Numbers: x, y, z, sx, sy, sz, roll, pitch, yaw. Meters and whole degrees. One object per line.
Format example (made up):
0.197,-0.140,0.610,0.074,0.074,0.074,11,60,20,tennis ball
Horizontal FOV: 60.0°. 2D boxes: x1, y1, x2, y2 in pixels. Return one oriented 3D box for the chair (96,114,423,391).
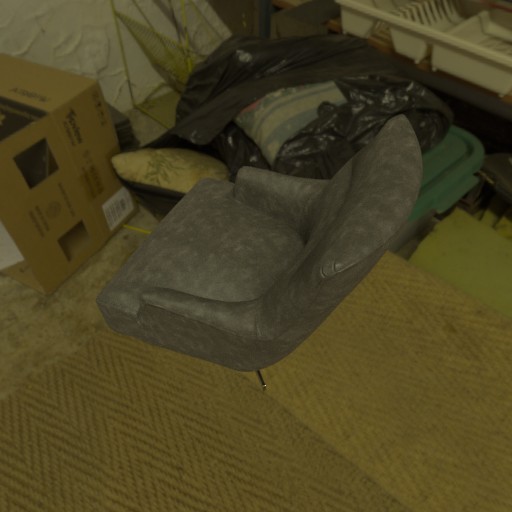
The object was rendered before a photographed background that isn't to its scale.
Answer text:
0.000,0.000,1.508,0.874,0.870,0.738,18,49,16,chair
